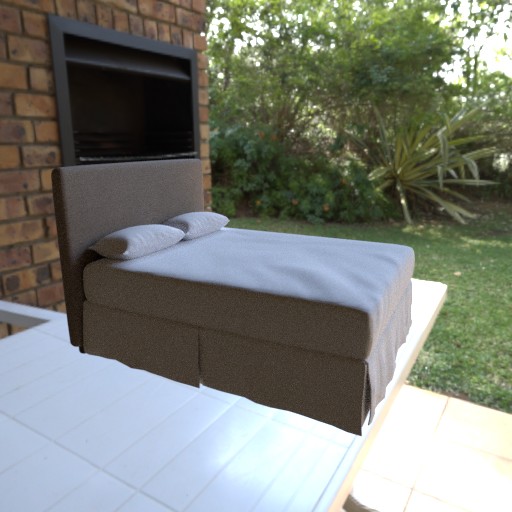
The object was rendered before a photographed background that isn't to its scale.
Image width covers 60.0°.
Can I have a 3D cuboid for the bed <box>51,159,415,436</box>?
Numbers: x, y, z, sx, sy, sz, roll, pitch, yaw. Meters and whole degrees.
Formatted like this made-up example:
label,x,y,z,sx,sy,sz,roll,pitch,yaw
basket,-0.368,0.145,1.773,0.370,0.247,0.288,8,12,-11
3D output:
label,x,y,z,sx,sy,sz,roll,pitch,yaw
bed,0.000,0.000,3.276,2.142,1.330,1.723,7,16,26
